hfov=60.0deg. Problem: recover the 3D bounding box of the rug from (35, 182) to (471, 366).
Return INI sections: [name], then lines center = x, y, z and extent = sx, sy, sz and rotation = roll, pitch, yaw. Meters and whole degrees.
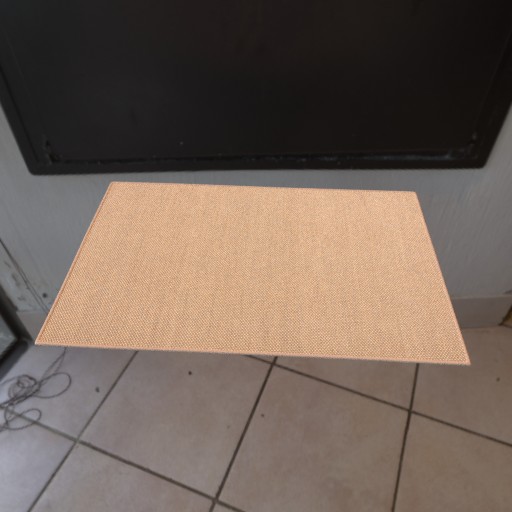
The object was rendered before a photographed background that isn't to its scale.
[rug]
center = 0.000, 0.000, 2.062
extent = 1.676, 0.013, 1.067
rotation = 2, 45, 2
